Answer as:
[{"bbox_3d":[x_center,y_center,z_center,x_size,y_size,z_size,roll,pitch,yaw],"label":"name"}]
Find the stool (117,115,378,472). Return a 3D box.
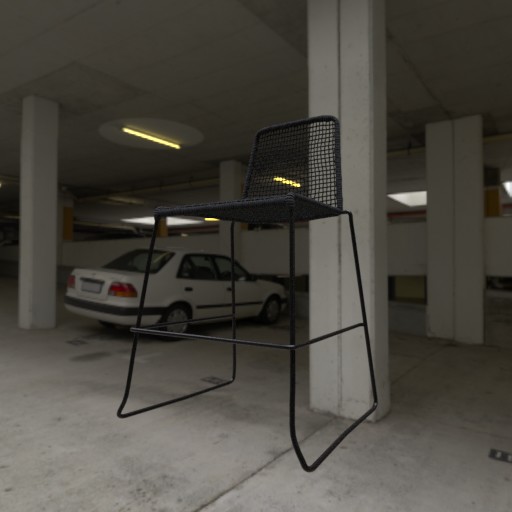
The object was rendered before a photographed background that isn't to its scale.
[{"bbox_3d":[0.000,0.000,1.268,0.590,0.905,0.509,-1,-2,34],"label":"stool"}]
